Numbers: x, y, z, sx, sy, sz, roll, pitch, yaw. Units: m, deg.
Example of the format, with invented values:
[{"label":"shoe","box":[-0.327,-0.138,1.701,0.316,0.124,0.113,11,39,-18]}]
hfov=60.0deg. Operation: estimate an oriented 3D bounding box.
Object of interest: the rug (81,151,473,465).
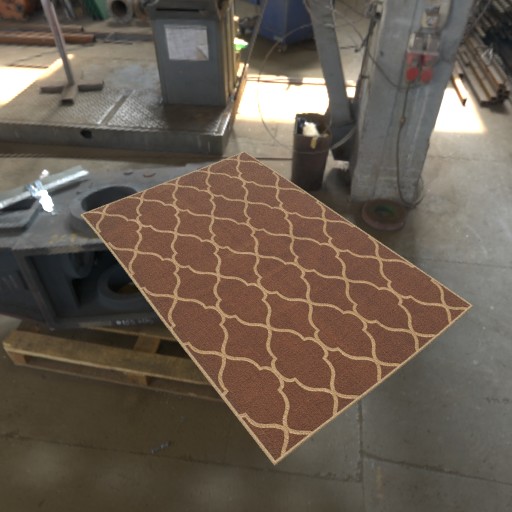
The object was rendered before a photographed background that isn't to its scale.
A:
[{"label":"rug","box":[0.000,0.000,2.954,1.526,0.014,2.290,-28,50,-27]}]
